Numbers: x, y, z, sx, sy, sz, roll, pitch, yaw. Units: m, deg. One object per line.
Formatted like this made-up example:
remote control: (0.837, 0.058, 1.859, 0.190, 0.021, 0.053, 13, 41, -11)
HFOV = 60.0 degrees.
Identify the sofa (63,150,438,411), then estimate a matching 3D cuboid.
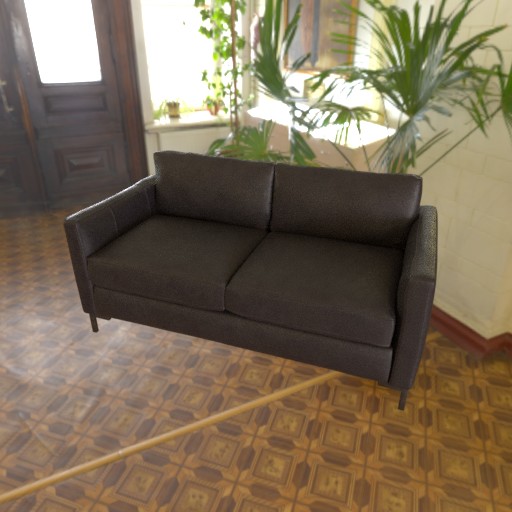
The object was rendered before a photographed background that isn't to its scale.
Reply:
sofa: (0.000, 0.000, 2.390, 1.805, 0.883, 0.947, 8, 28, 16)
